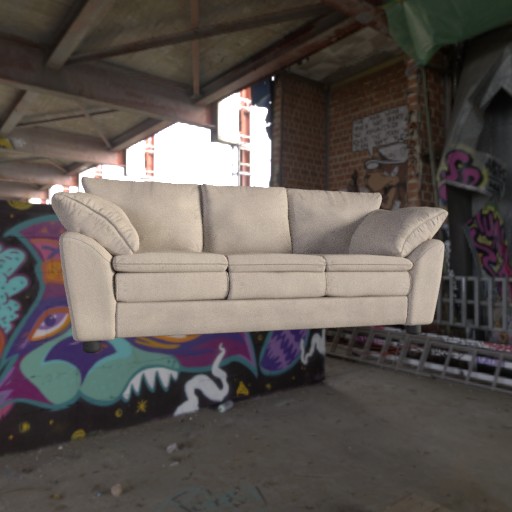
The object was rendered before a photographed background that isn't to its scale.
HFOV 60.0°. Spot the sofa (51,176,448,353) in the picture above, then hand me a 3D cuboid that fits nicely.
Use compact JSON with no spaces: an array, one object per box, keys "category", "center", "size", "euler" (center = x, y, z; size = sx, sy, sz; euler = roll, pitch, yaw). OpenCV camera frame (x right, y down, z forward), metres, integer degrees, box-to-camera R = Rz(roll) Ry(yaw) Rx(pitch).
[{"category":"sofa","center":[0.000,0.000,2.852],"size":[2.334,0.996,0.878],"euler":[0,-1,-18]}]
